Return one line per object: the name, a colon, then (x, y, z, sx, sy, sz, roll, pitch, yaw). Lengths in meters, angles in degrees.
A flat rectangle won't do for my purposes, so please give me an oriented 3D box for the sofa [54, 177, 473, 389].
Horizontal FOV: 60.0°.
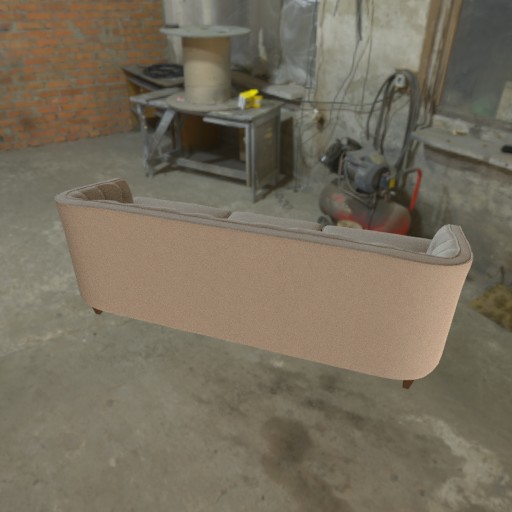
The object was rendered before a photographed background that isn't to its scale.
sofa: (0.000, 0.000, 2.713, 2.278, 0.855, 0.941, 10, 33, 16)
